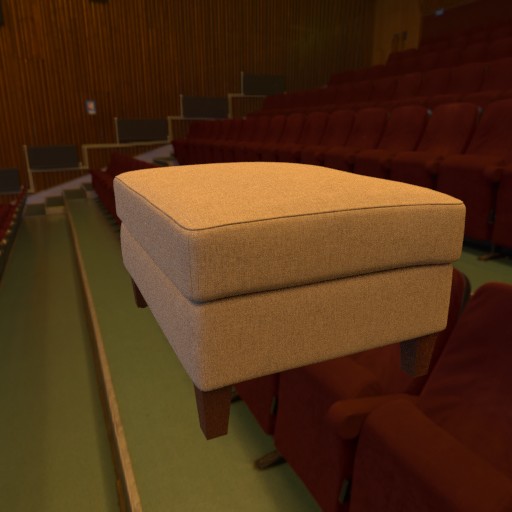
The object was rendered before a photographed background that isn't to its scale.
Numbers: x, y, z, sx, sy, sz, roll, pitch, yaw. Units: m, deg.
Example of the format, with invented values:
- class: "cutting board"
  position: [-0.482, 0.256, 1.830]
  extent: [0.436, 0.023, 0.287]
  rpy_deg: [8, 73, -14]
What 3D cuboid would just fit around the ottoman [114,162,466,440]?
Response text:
- class: "ottoman"
  position: [0.000, 0.000, 1.301]
  extent: [0.677, 0.519, 0.898]
  rpy_deg: [-8, 18, -24]
